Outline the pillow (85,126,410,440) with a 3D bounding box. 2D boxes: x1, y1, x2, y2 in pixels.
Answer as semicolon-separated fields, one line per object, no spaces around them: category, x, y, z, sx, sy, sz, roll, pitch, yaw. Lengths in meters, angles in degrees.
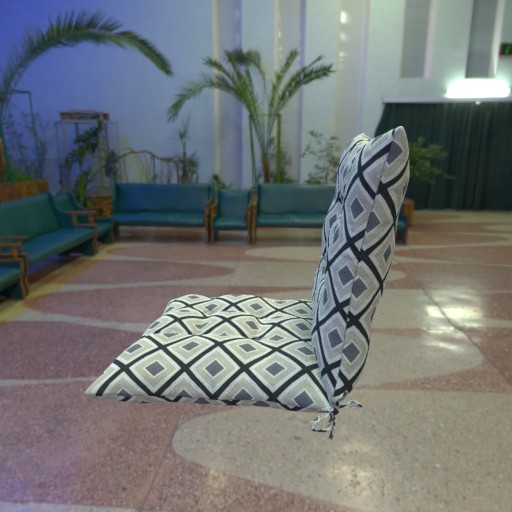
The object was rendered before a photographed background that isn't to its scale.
pillow;0.000;0.000;0.981;0.585;0.536;0.541;2;15;7
